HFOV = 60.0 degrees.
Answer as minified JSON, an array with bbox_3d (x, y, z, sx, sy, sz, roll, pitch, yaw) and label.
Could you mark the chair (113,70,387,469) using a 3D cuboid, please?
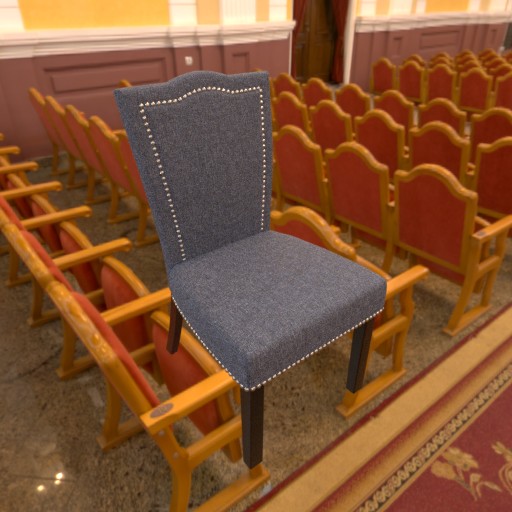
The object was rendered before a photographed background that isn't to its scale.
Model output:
[{"bbox_3d":[0.000,0.000,1.287,0.518,0.946,0.589,-22,37,-33],"label":"chair"}]
